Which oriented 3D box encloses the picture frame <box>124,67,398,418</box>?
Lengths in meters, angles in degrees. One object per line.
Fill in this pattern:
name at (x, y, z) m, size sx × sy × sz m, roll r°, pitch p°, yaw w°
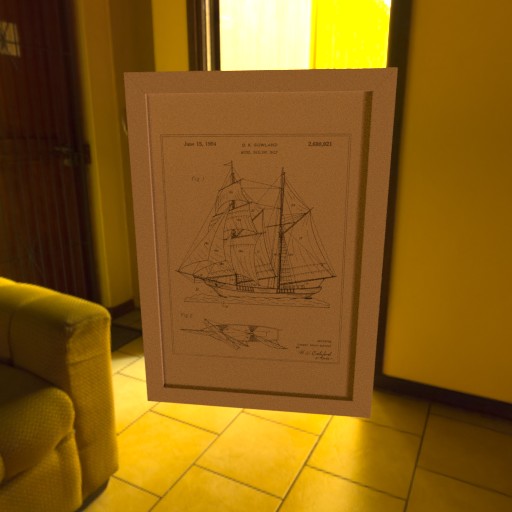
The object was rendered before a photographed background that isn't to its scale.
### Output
picture frame at (0.000, 0.000, 0.589) m, size 0.326 × 0.459 × 0.011 m, roll 2°, pitch 15°, yaw 7°
